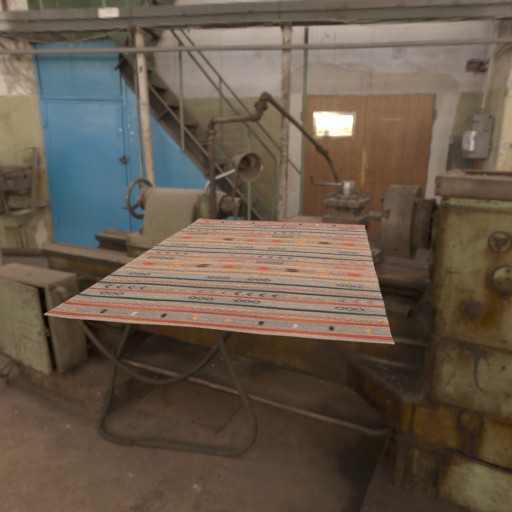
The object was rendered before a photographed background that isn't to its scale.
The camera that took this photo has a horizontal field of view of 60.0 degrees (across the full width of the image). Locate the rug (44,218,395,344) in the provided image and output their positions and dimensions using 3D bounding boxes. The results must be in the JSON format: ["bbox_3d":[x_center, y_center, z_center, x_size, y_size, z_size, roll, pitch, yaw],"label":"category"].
[{"bbox_3d":[0.000,0.000,2.354,1.220,0.017,1.835,3,16,10],"label":"rug"}]
